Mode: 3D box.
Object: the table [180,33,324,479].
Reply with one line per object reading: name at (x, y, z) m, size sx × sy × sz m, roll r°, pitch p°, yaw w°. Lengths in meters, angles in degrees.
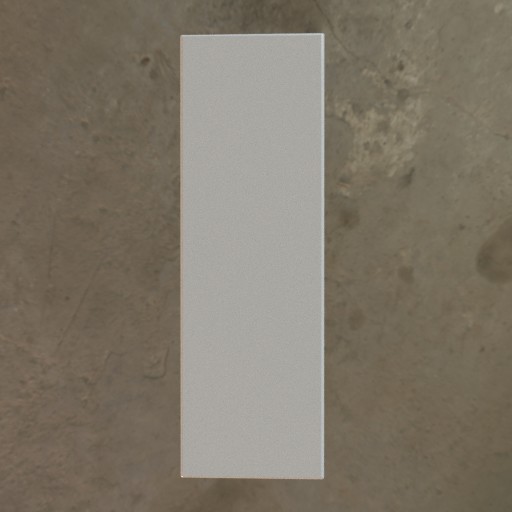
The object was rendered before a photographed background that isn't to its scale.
table at (0.000, 0.000, 1.588) m, size 0.386 × 0.814 × 1.191 m, roll 0°, pitch 90°, yaw 2°
